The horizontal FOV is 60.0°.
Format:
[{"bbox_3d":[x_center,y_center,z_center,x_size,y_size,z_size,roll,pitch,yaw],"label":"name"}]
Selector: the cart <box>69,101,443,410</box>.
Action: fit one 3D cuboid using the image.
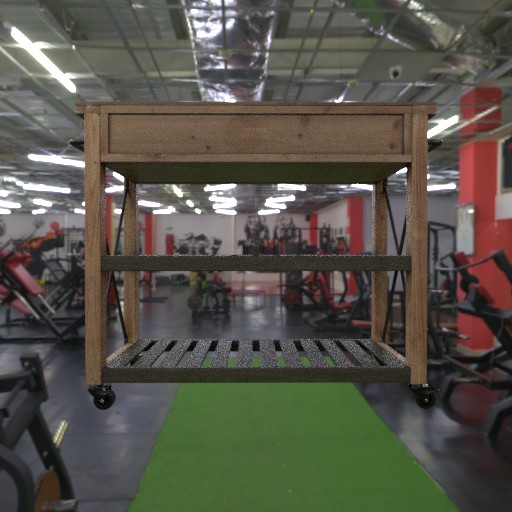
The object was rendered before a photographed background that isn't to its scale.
[{"bbox_3d":[0.000,0.000,0.942,0.686,0.554,0.298,0,1,0],"label":"cart"}]
